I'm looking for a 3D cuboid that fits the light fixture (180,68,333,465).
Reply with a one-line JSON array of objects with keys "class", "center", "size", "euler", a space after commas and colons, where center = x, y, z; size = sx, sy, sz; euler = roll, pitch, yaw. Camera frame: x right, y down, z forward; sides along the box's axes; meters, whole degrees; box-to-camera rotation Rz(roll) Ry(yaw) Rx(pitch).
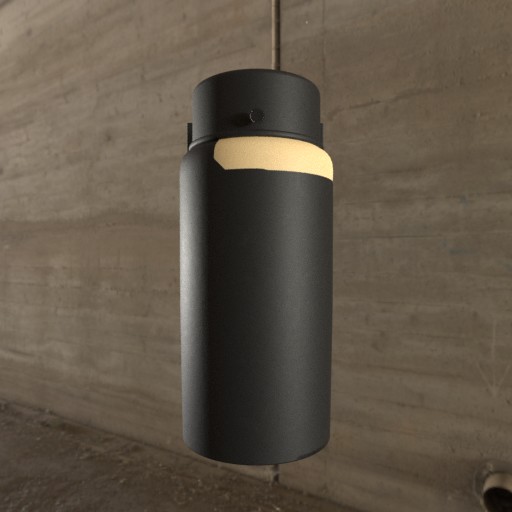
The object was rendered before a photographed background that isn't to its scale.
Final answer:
[{"class": "light fixture", "center": [0.000, 0.000, 0.355], "size": [0.130, 0.257, 0.176], "euler": [0, -1, -1]}]
